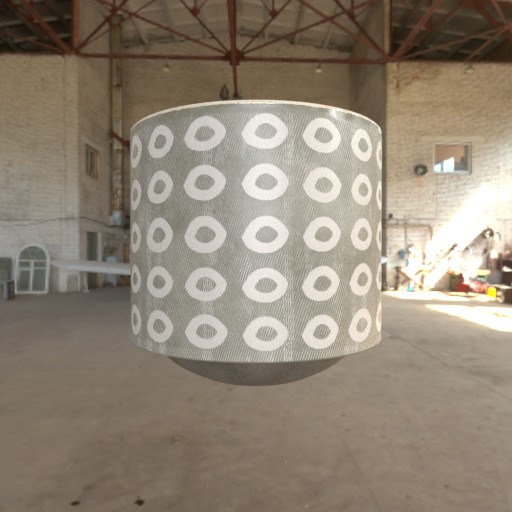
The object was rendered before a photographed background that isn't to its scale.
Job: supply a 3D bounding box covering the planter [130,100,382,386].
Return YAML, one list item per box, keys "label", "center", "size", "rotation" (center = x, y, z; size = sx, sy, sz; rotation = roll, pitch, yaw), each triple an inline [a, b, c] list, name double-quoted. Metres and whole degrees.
- label: "planter"
  center: [0.000, 0.000, 0.459]
  size: [0.250, 0.239, 0.250]
  rotation: [0, 1, 0]
